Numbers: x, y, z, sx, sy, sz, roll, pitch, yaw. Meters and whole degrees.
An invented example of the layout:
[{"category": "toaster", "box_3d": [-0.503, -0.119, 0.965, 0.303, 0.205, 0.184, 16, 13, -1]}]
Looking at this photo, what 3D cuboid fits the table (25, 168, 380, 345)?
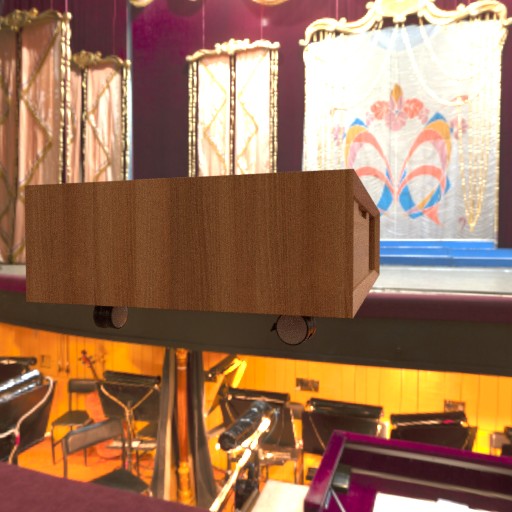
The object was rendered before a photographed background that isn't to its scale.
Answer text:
[{"category": "table", "box_3d": [0.000, 0.000, 1.382, 0.700, 0.330, 1.100, 1, 2, 18]}]
